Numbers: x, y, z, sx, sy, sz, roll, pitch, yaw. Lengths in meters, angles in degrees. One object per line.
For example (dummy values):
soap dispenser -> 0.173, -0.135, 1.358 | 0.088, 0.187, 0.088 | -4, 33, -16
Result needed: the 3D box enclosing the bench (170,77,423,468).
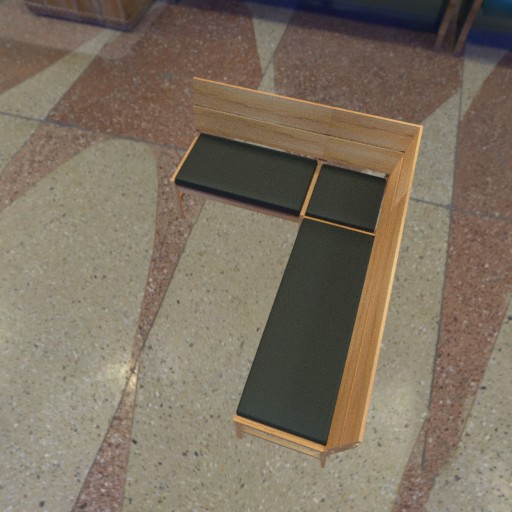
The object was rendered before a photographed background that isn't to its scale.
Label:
bench -> 0.000, 0.000, 2.771 | 1.548, 0.890, 1.948 | 16, 59, 10
